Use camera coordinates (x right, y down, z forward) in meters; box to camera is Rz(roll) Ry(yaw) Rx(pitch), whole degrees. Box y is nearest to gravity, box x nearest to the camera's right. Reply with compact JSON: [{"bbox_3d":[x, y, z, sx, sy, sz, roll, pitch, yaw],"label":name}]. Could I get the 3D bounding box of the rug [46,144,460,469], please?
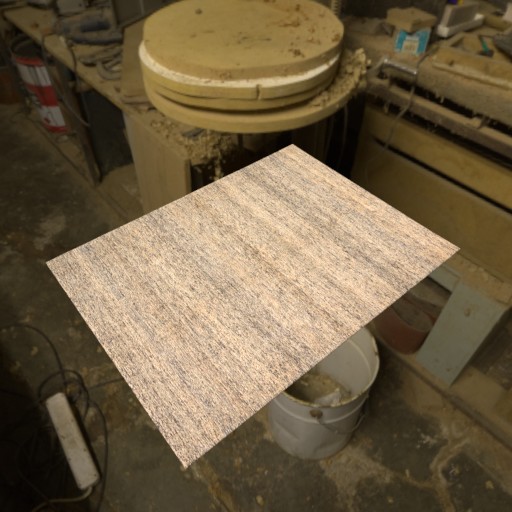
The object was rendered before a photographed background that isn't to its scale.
[{"bbox_3d":[0.000,0.000,4.282,3.199,0.036,2.414,-31,54,-26],"label":"rug"}]
